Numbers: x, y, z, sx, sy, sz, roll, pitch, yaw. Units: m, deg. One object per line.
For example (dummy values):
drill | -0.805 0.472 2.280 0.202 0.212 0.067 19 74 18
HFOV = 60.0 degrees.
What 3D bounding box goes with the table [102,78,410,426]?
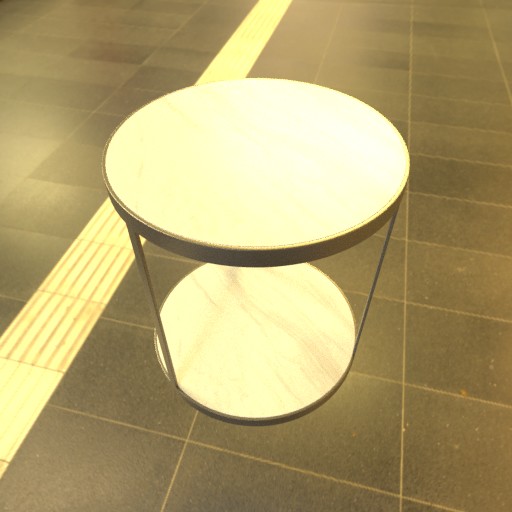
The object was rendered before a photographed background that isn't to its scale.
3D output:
table | 0.000 0.000 0.828 0.445 0.479 0.445 0 46 0
